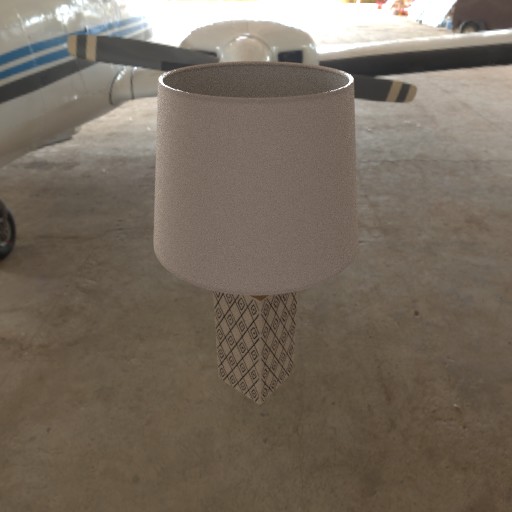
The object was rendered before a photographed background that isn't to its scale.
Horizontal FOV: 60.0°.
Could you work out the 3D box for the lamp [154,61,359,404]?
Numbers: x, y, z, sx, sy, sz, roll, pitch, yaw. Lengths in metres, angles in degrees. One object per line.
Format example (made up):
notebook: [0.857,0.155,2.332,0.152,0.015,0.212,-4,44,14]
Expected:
lamp: [0.000,0.000,0.571,0.251,0.435,0.251,0,32,0]
